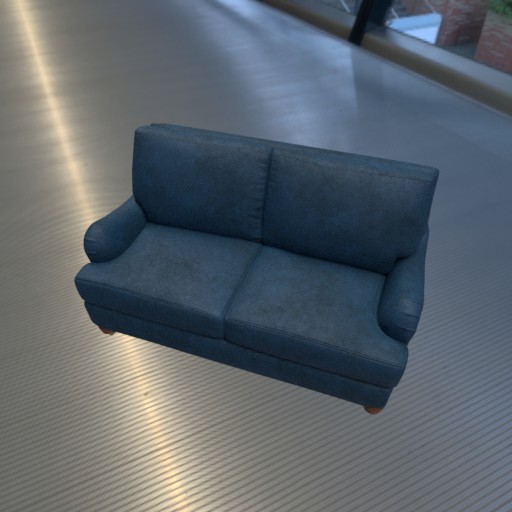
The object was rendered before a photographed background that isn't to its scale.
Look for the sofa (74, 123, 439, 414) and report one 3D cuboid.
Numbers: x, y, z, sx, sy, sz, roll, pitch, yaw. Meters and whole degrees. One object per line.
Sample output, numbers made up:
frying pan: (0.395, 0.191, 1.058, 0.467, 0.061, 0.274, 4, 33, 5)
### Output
sofa: (0.000, 0.000, 2.590, 1.853, 1.101, 1.084, 13, 43, 14)
